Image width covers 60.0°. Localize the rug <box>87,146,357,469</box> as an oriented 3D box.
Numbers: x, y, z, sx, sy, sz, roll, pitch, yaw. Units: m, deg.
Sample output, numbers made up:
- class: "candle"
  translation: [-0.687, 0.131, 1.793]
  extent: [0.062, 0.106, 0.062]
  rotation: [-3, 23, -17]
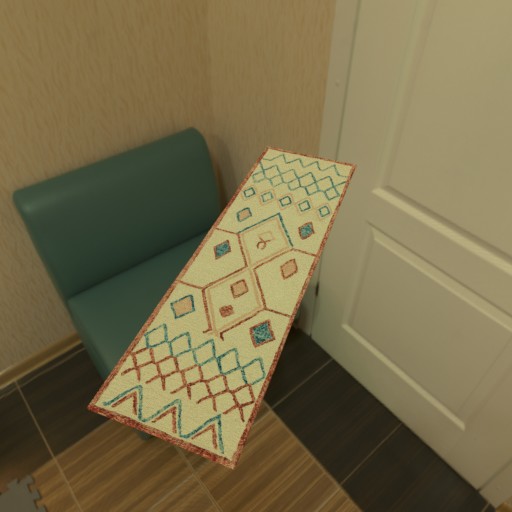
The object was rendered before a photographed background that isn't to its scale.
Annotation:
- class: "rug"
  translation: [0.000, 0.000, 2.768]
  extent: [0.750, 0.011, 2.435]
  rotation: [15, 47, 15]
